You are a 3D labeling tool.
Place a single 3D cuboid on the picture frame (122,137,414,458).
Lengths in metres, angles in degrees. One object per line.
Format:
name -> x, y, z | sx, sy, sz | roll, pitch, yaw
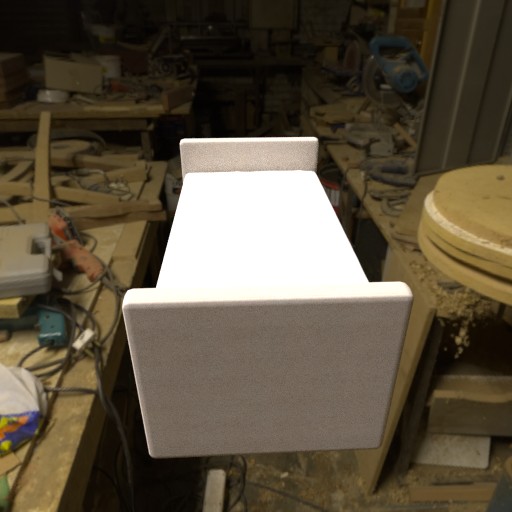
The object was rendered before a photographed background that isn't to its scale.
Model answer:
picture frame -> 0.000, 0.000, 2.742 | 1.069, 0.891, 2.161 | -1, 30, -2
